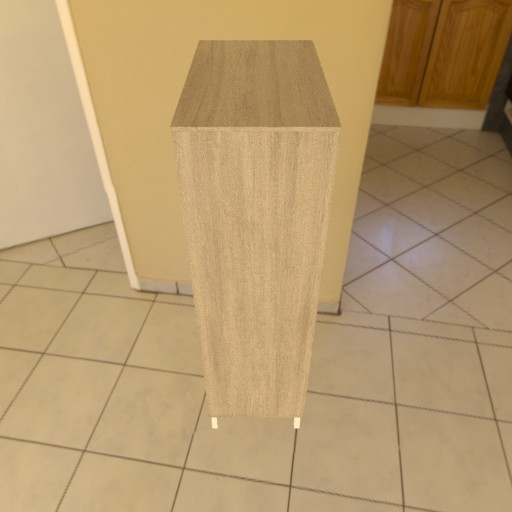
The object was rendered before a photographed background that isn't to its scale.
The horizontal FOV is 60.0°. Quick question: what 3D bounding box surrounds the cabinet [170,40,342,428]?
[{"bbox_3d":[0.000,0.000,2.502,0.571,1.999,1.006,0,41,0],"label":"cabinet"}]
